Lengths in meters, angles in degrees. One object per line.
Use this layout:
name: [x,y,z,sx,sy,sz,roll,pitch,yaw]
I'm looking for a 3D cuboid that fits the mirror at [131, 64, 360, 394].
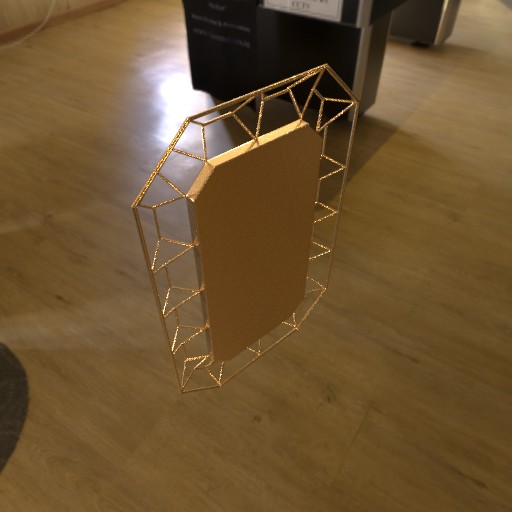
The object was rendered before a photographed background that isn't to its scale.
mirror: [0.000,0.000,1.095,0.572,0.870,0.051,-31,53,-27]
